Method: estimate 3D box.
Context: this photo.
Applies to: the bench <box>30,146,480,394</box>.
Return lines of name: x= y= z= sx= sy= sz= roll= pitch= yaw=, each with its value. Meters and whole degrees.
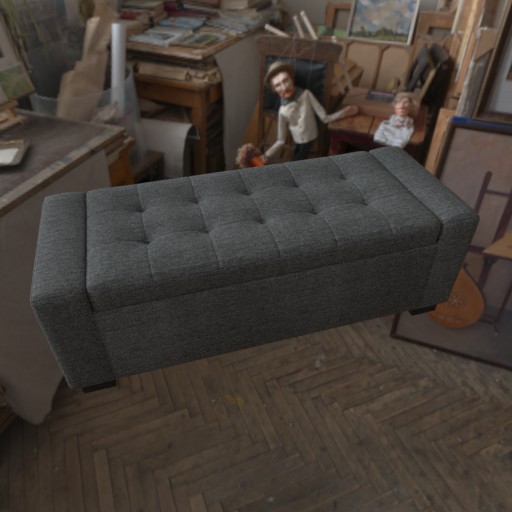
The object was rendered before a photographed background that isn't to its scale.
bench: x=0.000 y=0.000 z=1.525 sx=1.296 sy=0.445 sz=0.508 roll=-11 pitch=41 yaw=-12
